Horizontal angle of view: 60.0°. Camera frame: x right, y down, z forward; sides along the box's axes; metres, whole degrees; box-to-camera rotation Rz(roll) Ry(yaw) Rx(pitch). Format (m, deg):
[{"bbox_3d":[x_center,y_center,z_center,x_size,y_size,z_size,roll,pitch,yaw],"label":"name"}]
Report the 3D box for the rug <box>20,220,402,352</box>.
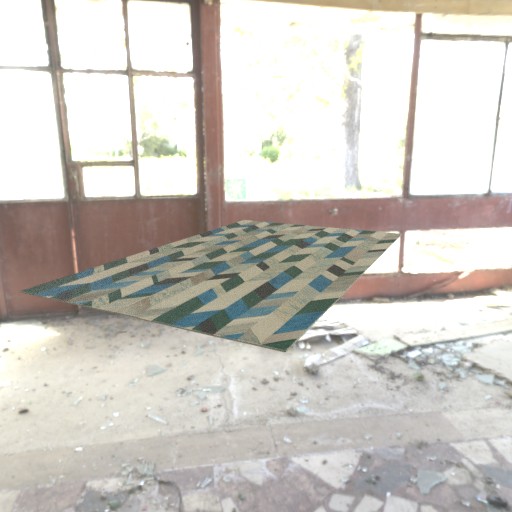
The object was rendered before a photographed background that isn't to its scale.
[{"bbox_3d":[0.000,0.000,3.000,1.507,0.007,2.433,7,16,26],"label":"rug"}]
